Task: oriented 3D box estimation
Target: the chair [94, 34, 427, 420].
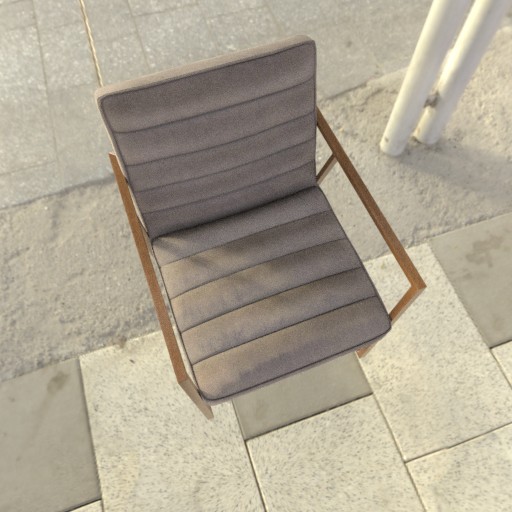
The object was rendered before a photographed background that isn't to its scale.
[{"bbox_3d":[0.000,0.000,1.250,0.578,0.843,0.682,-19,65,-9],"label":"chair"}]
